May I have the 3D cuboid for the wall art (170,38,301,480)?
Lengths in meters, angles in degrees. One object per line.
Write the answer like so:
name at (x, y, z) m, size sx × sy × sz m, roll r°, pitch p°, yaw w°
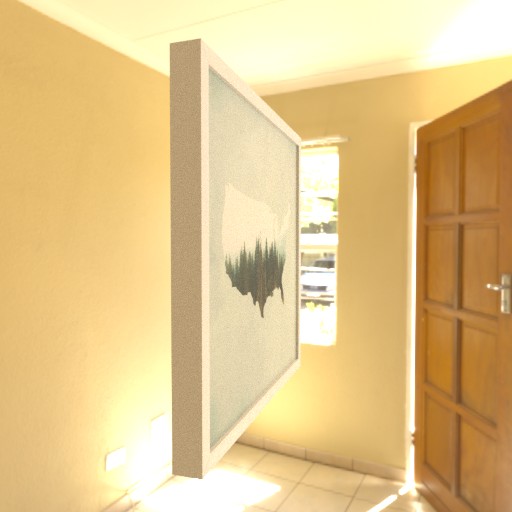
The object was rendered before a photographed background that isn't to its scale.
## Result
wall art at (0.000, 0.000, 0.453) m, size 0.024 × 0.304 × 0.304 m, roll 1°, pitch 2°, yaw 19°
